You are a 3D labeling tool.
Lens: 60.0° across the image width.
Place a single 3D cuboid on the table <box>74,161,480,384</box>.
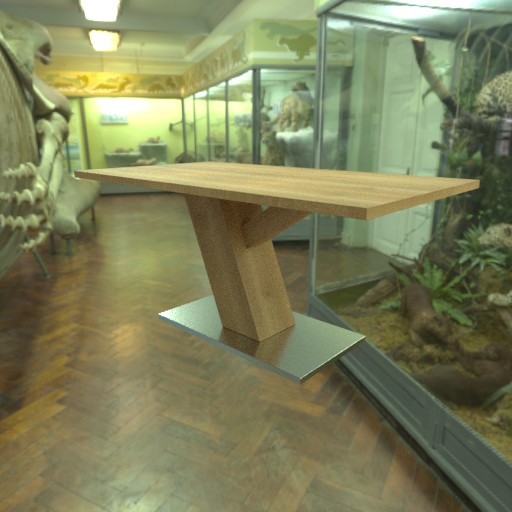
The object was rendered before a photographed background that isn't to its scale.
[{"bbox_3d":[0.000,0.000,2.074,1.600,0.750,0.900,14,21,41],"label":"table"}]
